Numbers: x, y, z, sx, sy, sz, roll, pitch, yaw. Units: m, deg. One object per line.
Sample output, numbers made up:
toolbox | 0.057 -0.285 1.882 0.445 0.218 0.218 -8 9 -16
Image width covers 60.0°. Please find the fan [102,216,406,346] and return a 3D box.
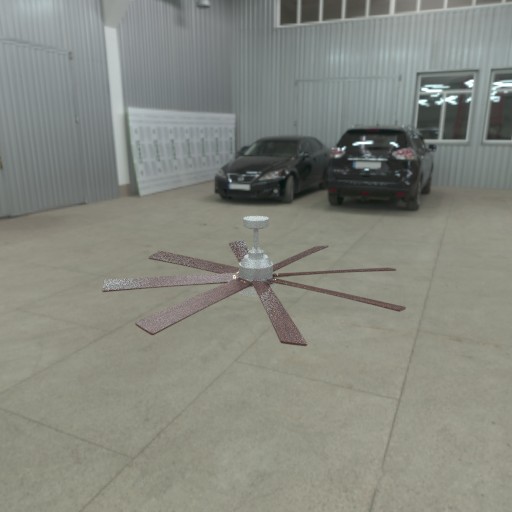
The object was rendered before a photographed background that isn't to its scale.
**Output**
fan | 0.000 0.000 2.730 1.830 0.472 1.830 -3 16 -10
